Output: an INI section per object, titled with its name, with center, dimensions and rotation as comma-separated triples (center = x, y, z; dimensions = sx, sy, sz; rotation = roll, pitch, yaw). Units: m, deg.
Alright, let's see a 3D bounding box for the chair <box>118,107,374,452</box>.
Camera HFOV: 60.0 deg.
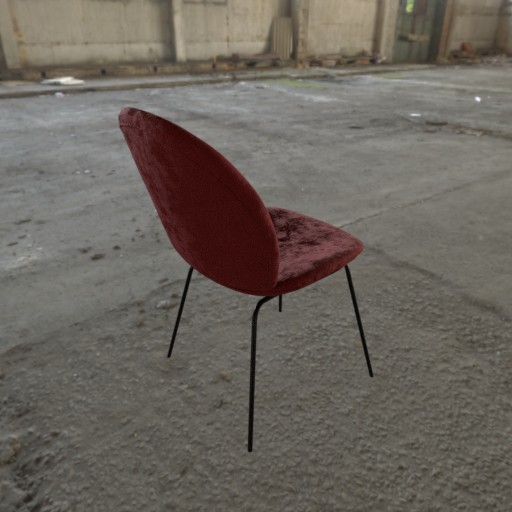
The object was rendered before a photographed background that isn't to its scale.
[chair]
center = 0.000, 0.000, 1.173
dimensions = 0.587, 0.791, 0.458
rotation = -18, 32, -32
